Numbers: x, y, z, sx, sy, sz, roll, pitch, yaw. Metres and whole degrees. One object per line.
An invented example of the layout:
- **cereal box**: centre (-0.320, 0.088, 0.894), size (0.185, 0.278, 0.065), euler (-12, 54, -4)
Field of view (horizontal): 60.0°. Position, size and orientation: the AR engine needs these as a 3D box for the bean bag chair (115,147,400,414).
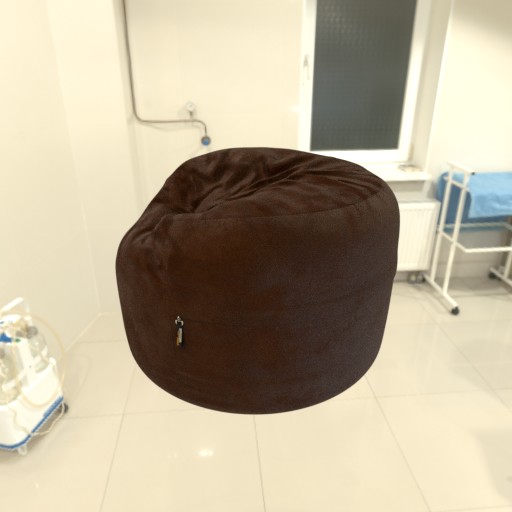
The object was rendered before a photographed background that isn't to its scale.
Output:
- **bean bag chair**: centre (0.000, 0.000, 1.503), size (0.918, 0.616, 0.918), euler (0, 25, 0)
